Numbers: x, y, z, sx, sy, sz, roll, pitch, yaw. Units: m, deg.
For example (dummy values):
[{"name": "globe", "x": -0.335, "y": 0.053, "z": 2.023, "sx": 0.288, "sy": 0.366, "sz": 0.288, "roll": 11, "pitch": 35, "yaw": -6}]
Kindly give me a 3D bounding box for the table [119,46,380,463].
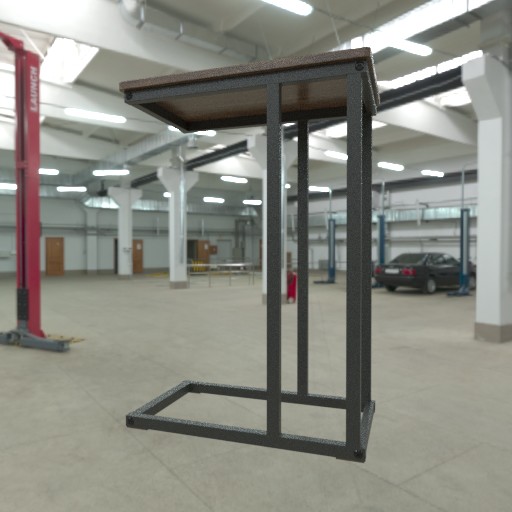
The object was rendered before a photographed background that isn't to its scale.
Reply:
[{"name": "table", "x": 0.000, "y": 0.000, "z": 0.862, "sx": 0.450, "sy": 0.637, "sz": 0.254, "roll": 0, "pitch": 1, "yaw": 19}]
